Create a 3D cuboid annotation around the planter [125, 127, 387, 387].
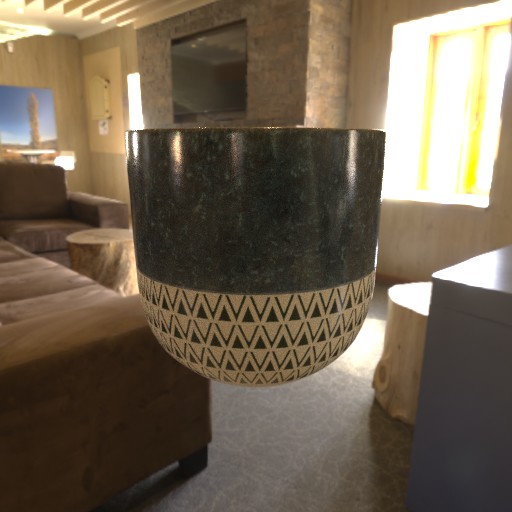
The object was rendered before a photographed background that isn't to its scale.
[{"bbox_3d":[0.000,0.000,0.499,0.266,0.270,0.266,0,14,0],"label":"planter"}]
